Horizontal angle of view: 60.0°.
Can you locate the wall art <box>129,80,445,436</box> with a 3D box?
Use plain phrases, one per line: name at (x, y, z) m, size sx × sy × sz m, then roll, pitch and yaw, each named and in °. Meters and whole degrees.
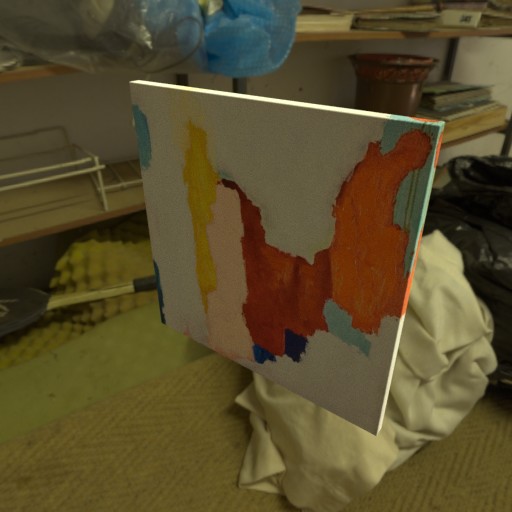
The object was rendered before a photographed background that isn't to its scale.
wall art at (0.000, 0.000, 1.488) m, size 1.017 × 1.017 × 0.044 m, roll 20°, pitch 35°, yaw 31°
